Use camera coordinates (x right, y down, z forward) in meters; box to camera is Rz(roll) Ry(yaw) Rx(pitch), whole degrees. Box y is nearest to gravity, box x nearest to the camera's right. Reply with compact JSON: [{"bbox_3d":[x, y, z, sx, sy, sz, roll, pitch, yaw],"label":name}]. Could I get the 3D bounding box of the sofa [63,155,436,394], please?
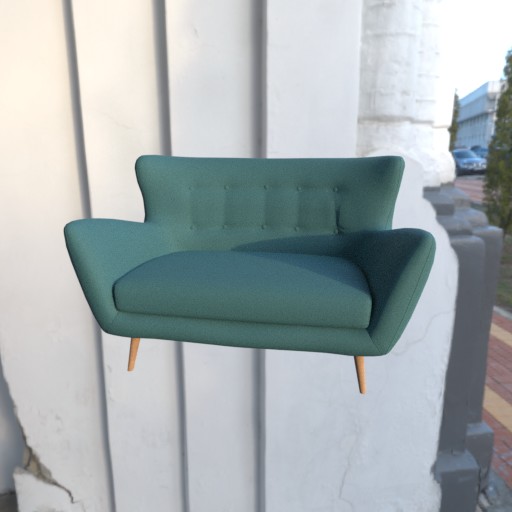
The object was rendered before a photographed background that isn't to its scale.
[{"bbox_3d":[0.000,0.000,2.024,1.397,0.889,0.889,3,14,10],"label":"sofa"}]
